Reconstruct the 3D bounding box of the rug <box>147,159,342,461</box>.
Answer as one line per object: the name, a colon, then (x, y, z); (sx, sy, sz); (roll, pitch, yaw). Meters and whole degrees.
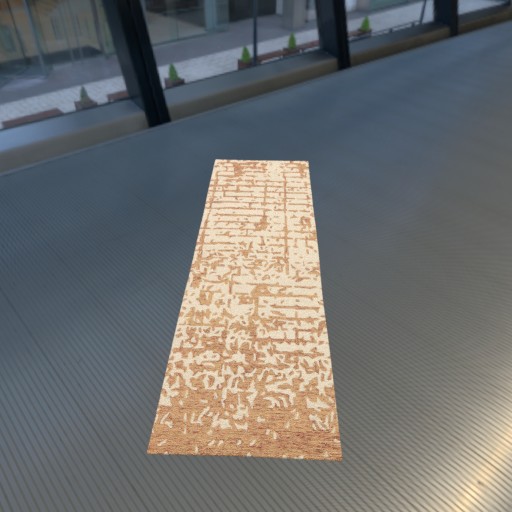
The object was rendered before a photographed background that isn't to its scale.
rug: (0.000, 0.000, 2.636); (0.750, 0.011, 2.435); (1, 39, 2)
